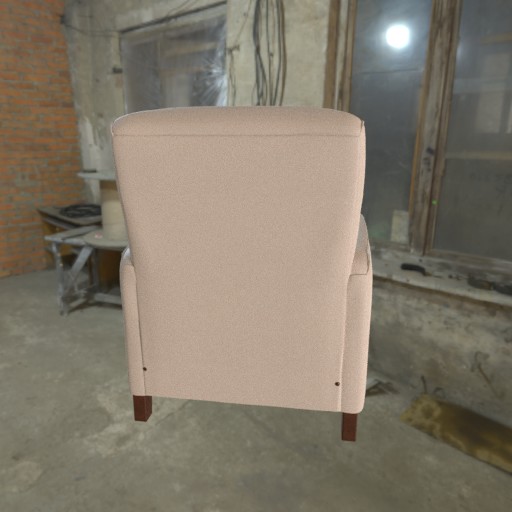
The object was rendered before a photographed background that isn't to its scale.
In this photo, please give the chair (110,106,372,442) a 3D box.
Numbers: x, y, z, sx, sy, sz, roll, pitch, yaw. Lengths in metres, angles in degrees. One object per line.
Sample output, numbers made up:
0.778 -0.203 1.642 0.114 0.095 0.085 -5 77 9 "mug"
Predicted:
0.000 0.000 1.666 0.841 1.028 0.858 2 15 8 "chair"
